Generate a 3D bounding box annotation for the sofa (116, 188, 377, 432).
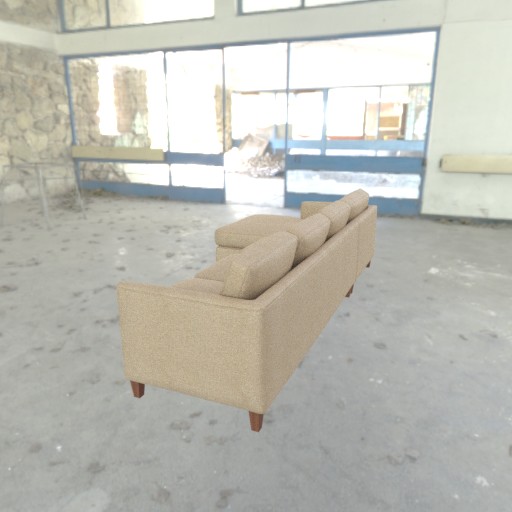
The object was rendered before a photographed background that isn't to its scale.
[{"bbox_3d":[0.000,0.000,3.736,1.502,0.876,3.201,7,17,23],"label":"sofa"}]
